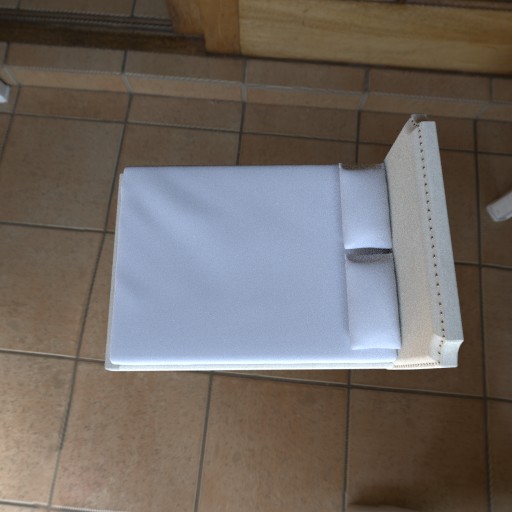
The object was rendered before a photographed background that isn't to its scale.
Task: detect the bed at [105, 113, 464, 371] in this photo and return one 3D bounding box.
[{"bbox_3d":[0.000,0.000,3.424,2.381,1.457,1.713,0,75,0],"label":"bed"}]
